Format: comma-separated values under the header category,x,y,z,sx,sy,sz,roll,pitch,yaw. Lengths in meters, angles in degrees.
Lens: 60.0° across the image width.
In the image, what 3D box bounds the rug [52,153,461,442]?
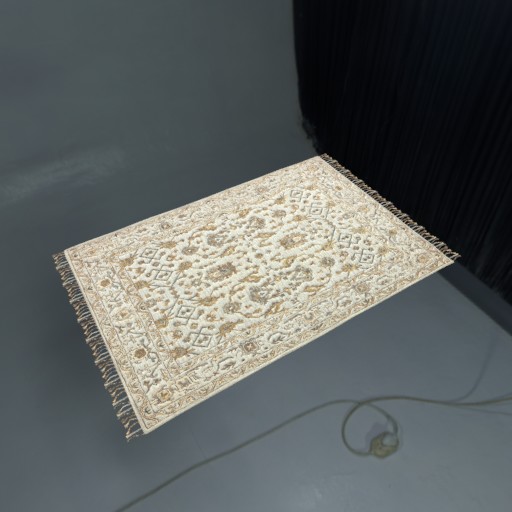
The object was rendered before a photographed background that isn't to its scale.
category,x,y,z,sx,sy,sz,roll,pitch,yaw
rug,0.000,0.000,3.084,2.434,0.027,1.529,-24,51,-21
